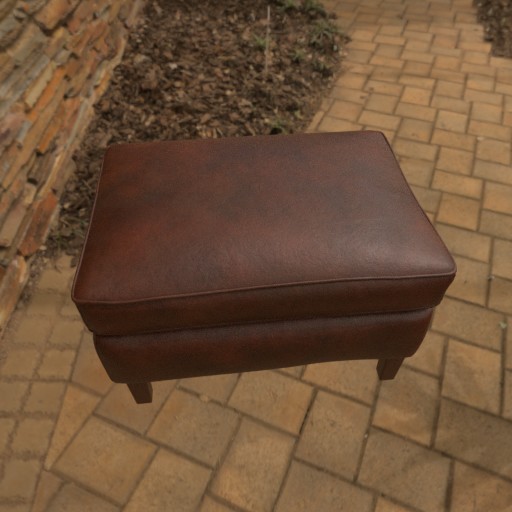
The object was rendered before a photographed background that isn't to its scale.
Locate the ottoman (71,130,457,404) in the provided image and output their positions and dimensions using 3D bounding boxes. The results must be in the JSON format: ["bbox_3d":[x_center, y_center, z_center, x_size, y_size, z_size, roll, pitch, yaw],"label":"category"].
[{"bbox_3d":[0.000,0.000,0.997,0.665,0.432,0.501,-4,47,-4],"label":"ottoman"}]
